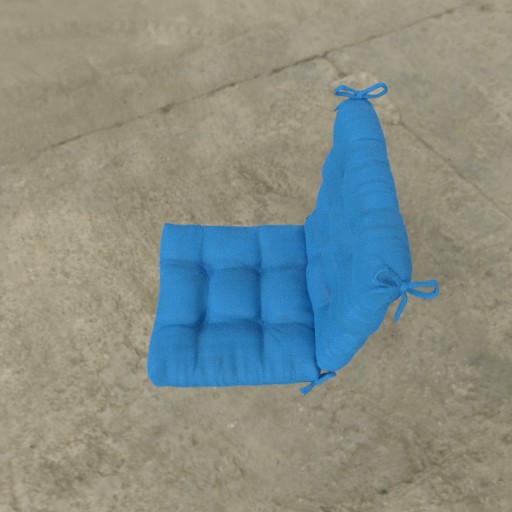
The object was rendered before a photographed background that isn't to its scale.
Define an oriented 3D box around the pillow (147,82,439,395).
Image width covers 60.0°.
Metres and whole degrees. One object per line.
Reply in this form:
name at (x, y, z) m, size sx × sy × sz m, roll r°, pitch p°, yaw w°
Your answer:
pillow at (0.000, 0.000, 1.048) m, size 0.571 × 0.605 × 0.519 m, roll -1°, pitch 59°, yaw -1°
